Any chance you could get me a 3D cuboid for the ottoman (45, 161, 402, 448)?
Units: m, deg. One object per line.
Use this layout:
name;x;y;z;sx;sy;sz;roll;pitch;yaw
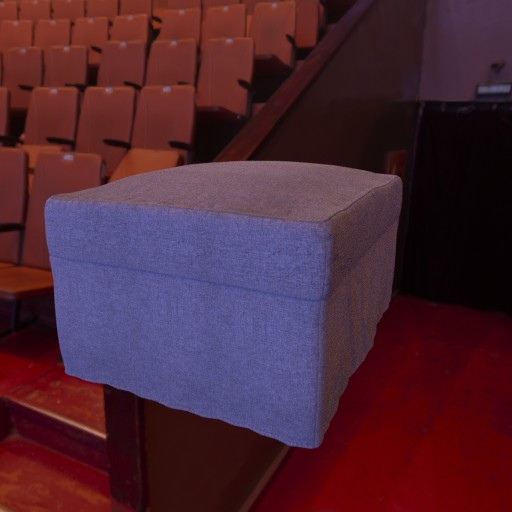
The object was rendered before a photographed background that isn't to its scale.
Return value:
ottoman;0.000;0.000;1.219;0.652;0.492;0.833;8;18;24
